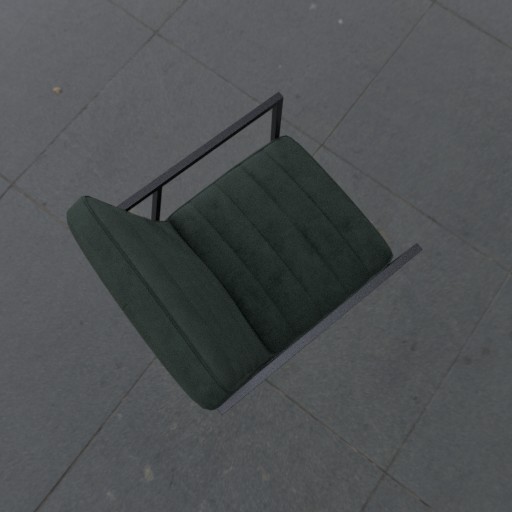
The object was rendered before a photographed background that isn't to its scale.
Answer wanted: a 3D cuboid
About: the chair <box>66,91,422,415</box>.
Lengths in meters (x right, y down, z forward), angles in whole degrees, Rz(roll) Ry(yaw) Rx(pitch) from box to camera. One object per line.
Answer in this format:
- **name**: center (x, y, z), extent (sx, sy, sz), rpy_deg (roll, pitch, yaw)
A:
- **chair**: center (0.000, 0.000, 1.311), extent (0.677, 0.833, 0.571), rpy_deg (-37, 79, -8)
